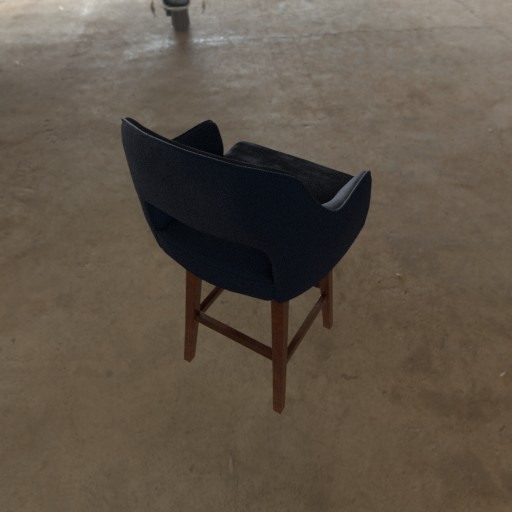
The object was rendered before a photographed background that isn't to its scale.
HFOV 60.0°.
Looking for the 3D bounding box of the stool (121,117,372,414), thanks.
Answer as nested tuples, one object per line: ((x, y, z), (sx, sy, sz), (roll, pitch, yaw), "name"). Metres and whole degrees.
((0.000, 0.000, 1.361), (0.550, 1.041, 0.560), (23, 50, 21), "stool")
